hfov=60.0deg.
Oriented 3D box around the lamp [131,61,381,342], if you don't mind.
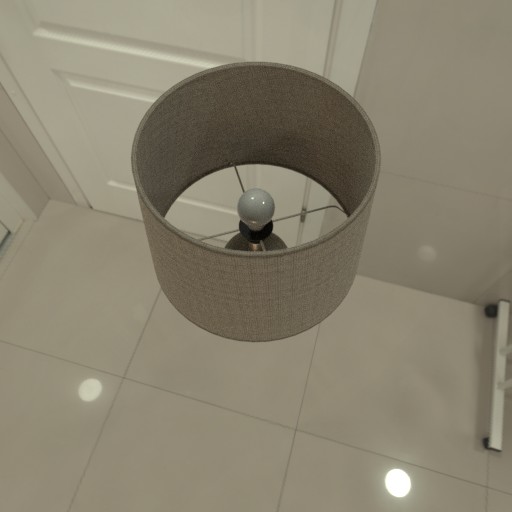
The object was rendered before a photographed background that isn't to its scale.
[{"bbox_3d":[0.000,0.000,0.839,0.367,0.609,0.367,0,62,0],"label":"lamp"}]
